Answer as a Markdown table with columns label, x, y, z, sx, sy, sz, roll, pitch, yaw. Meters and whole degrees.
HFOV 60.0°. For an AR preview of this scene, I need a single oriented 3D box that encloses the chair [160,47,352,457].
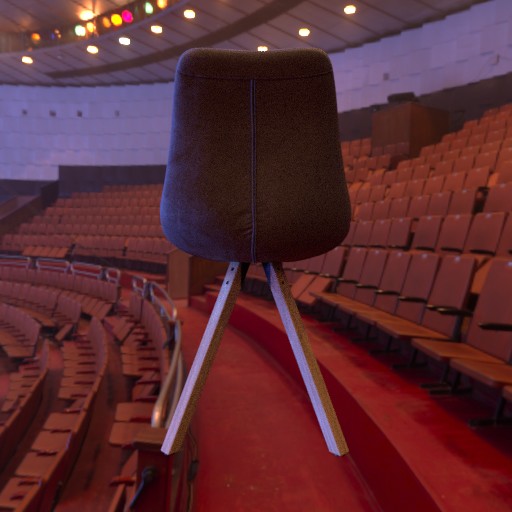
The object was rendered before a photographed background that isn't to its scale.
| label | x | y | z | sx | sy | sz | roll | pitch | yaw |
| --- | --- | --- | --- | --- | --- | --- | --- | --- | --- |
| chair | 0.000 | 0.000 | 1.171 | 0.483 | 0.865 | 0.547 | 0 | 1 | 1 |
